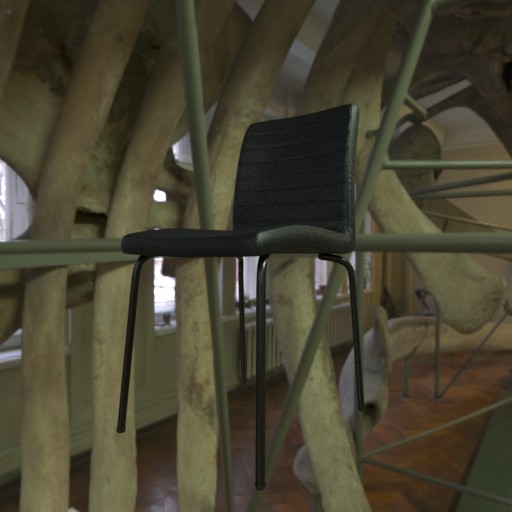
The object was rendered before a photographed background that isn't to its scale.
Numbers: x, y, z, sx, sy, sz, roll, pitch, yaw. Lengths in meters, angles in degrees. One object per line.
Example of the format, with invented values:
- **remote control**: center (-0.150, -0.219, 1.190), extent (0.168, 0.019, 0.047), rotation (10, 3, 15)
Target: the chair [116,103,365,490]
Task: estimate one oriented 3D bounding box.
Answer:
- **chair**: center (0.000, 0.000, 1.185), extent (0.450, 0.872, 0.572), rotation (1, 2, 36)
